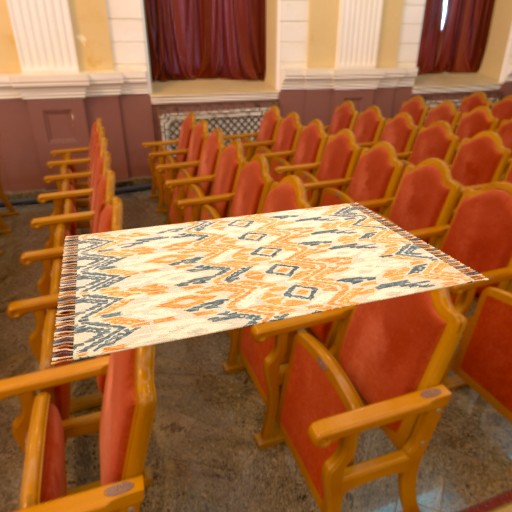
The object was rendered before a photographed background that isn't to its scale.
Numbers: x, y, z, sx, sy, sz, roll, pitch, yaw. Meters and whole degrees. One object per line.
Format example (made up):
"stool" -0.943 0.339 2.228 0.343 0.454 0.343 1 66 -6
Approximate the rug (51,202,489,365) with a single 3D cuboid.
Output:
"rug" 0.000 0.000 2.944 2.428 0.010 1.533 -8 27 -17
